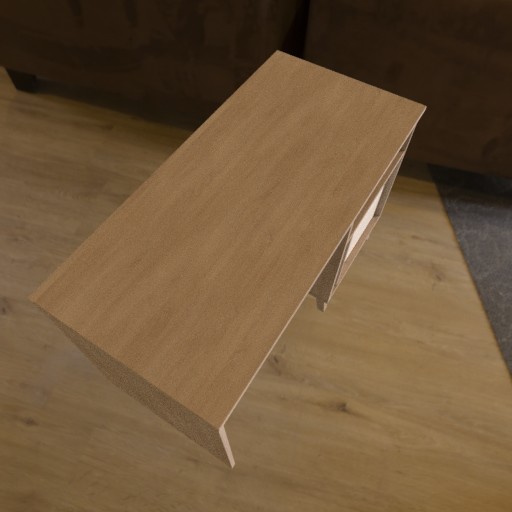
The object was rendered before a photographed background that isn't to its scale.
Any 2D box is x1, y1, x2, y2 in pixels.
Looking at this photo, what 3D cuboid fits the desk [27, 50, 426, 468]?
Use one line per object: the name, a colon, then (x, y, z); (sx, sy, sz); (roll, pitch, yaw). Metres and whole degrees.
desk: (0.000, 0.000, 1.658); (0.600, 0.770, 1.251); (28, 62, 16)
